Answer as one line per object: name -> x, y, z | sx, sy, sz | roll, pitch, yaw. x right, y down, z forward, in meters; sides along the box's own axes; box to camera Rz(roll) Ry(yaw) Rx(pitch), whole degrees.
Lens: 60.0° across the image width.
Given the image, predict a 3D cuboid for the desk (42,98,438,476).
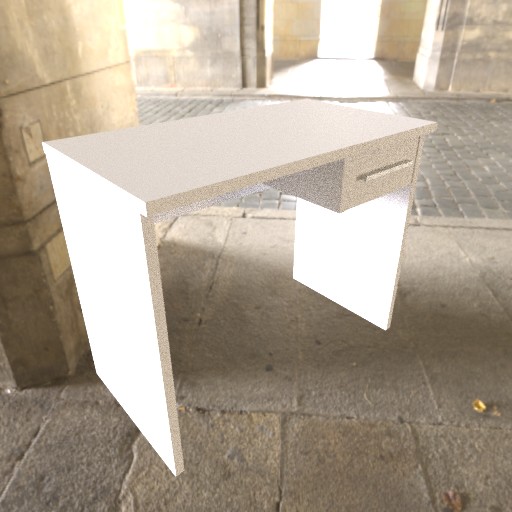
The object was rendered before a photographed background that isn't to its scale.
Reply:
desk -> 0.000, 0.000, 1.311 | 0.900, 0.729, 0.498 | -23, 36, -35
